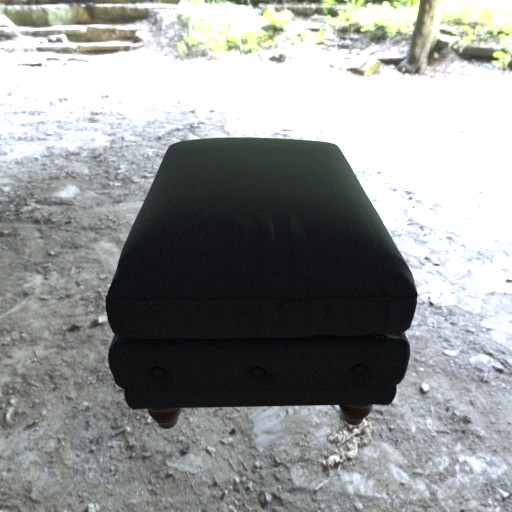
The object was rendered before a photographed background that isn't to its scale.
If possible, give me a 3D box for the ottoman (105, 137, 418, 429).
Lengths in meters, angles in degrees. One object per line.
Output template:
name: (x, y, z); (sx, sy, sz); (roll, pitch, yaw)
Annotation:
ottoman: (0.000, 0.000, 1.135); (0.558, 0.486, 0.767); (-1, 32, -1)
